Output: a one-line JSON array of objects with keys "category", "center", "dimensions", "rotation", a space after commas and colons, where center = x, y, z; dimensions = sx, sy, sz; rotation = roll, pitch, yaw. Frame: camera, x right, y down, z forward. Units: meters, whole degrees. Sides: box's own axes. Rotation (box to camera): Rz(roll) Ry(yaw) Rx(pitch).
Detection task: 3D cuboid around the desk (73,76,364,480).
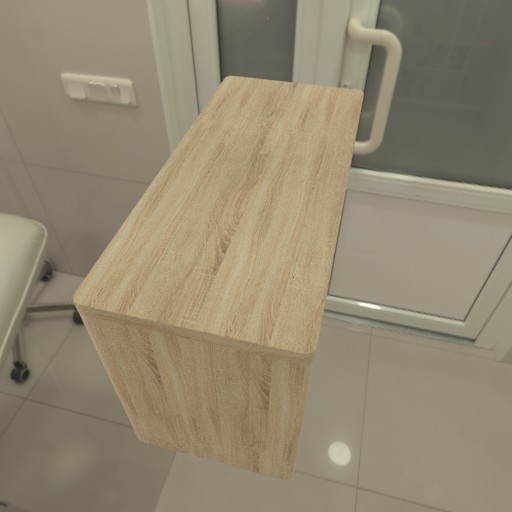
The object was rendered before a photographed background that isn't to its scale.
[{"category": "desk", "center": [0.000, 0.000, 1.607], "dimensions": [0.550, 0.760, 1.200], "rotation": [10, 47, 10]}]
